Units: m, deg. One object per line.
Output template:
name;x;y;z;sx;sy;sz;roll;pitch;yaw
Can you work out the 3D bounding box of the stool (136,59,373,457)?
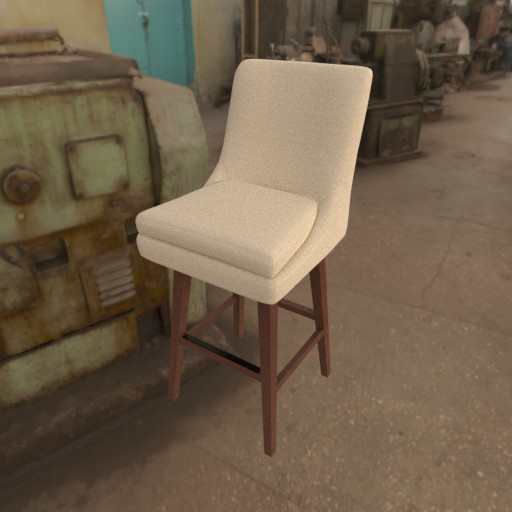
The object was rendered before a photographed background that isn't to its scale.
stool;0.000;0.000;1.407;0.483;1.093;0.559;18;34;29
